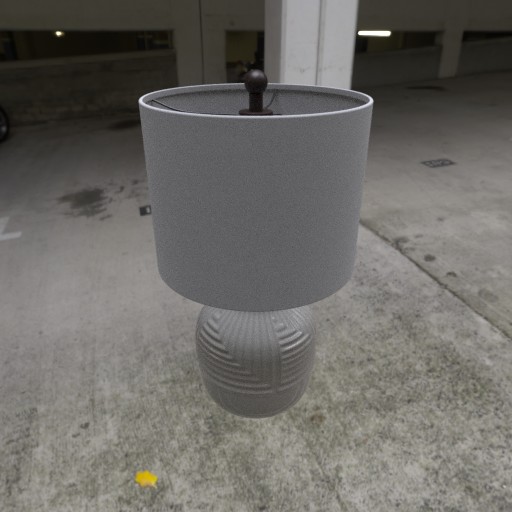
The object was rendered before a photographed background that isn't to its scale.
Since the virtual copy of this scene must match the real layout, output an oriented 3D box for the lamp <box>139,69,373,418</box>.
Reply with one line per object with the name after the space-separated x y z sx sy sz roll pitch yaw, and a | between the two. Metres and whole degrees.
0.000 0.000 0.730 0.318 0.567 0.318 0 27 0 | lamp
